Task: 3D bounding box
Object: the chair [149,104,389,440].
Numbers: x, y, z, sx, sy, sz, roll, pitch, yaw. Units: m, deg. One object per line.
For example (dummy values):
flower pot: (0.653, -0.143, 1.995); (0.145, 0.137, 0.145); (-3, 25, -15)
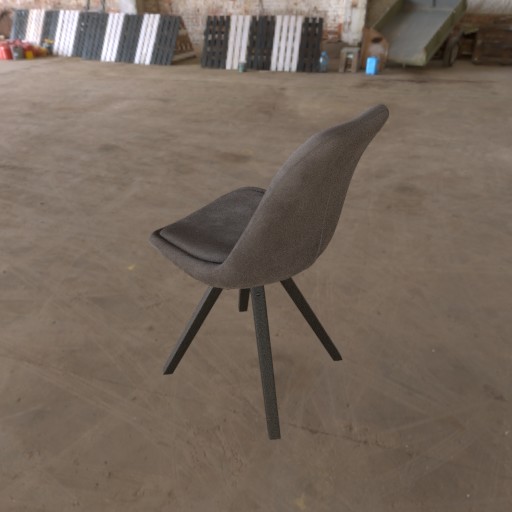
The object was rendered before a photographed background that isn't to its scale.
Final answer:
chair: (0.000, 0.000, 1.238); (0.550, 0.850, 0.476); (22, 38, 30)
